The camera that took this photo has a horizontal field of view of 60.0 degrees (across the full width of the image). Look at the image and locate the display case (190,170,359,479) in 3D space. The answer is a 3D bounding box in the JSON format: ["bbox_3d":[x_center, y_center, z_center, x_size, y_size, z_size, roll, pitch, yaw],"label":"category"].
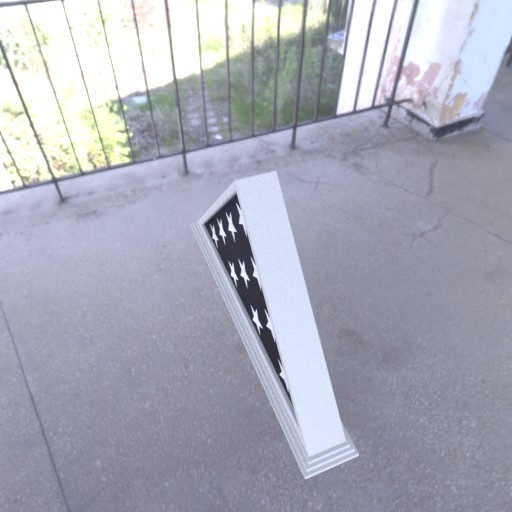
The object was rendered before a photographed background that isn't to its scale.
[{"bbox_3d":[0.000,0.000,0.781,0.095,0.340,0.640,-16,47,-15],"label":"display case"}]
